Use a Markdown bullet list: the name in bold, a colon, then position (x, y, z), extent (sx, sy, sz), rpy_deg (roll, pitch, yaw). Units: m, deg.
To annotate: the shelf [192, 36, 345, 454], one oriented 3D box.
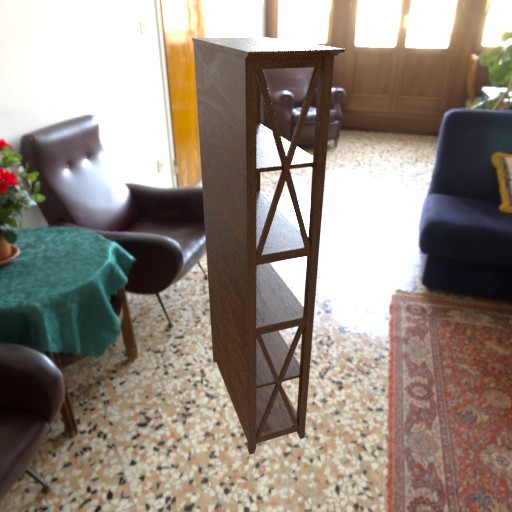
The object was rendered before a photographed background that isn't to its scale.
- **shelf**: position (0.000, 0.000, 2.192), extent (0.335, 1.905, 0.805), rpy_deg (-10, 31, -17)
